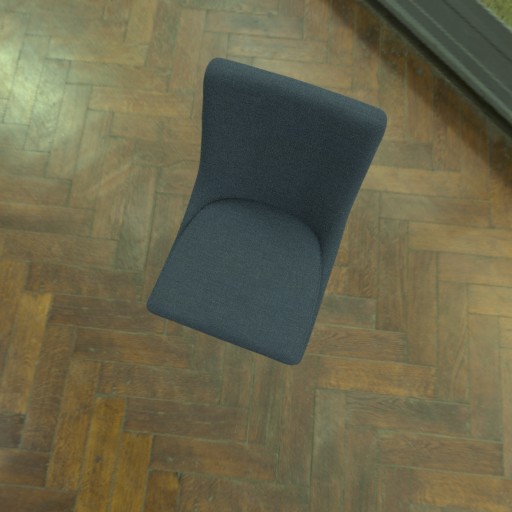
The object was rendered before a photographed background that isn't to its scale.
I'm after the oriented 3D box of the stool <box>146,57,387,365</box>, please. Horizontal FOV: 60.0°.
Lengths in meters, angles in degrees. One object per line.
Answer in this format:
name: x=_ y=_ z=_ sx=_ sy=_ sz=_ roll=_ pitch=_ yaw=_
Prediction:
stool: x=0.000 y=0.000 z=1.413 sx=0.470 sy=1.078 sz=0.577 roll=20 pitch=77 yaw=5
